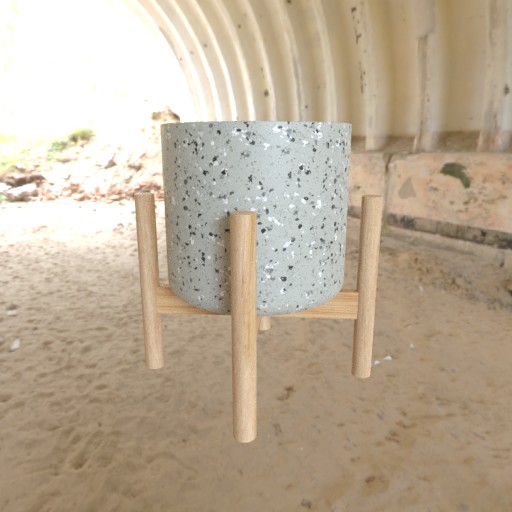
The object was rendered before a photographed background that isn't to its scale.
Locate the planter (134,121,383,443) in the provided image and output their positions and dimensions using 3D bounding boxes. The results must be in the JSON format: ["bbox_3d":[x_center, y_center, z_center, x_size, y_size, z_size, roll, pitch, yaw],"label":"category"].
[{"bbox_3d":[0.000,0.000,0.565,0.284,0.320,0.284,7,16,26],"label":"planter"}]
